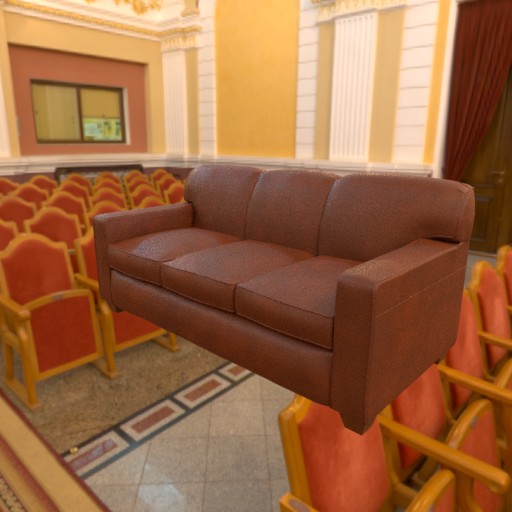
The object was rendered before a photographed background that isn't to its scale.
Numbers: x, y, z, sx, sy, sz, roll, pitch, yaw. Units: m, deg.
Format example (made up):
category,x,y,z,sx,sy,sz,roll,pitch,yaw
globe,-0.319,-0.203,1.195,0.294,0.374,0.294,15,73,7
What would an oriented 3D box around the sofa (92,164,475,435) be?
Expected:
category,x,y,z,sx,sy,sz,roll,pitch,yaw
sofa,0.000,0.000,2.546,2.039,0.953,1.008,14,20,41
